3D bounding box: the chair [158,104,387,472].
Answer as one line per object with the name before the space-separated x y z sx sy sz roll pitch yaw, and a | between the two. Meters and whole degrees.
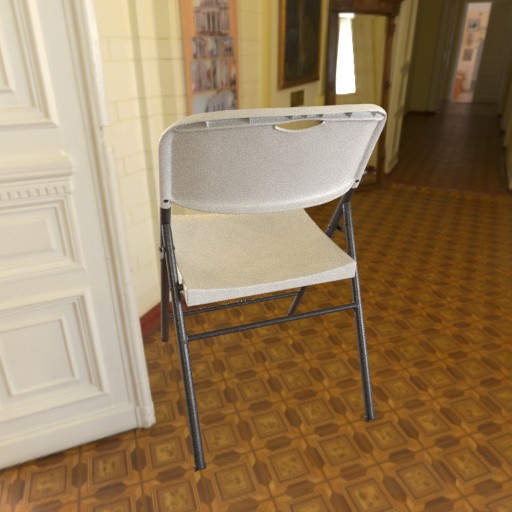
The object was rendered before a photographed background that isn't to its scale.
chair | 0.000 0.000 1.165 0.494 0.810 0.566 -9 27 -17
